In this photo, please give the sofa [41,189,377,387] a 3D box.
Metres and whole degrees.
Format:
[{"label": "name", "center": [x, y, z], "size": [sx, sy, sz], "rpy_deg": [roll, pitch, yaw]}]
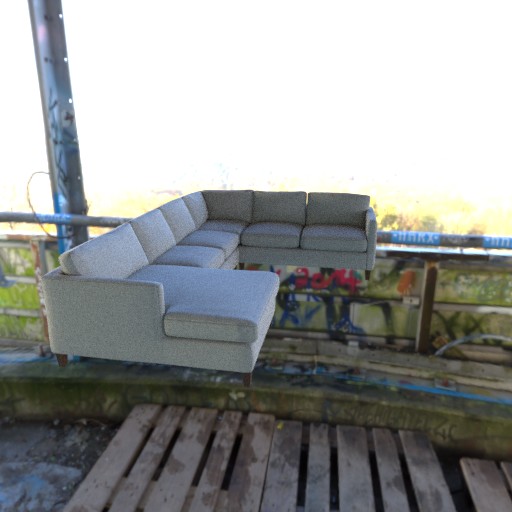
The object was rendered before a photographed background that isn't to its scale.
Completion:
[{"label": "sofa", "center": [0.000, 0.000, 4.659], "size": [2.593, 0.959, 3.460], "rpy_deg": [3, 17, 10]}]
